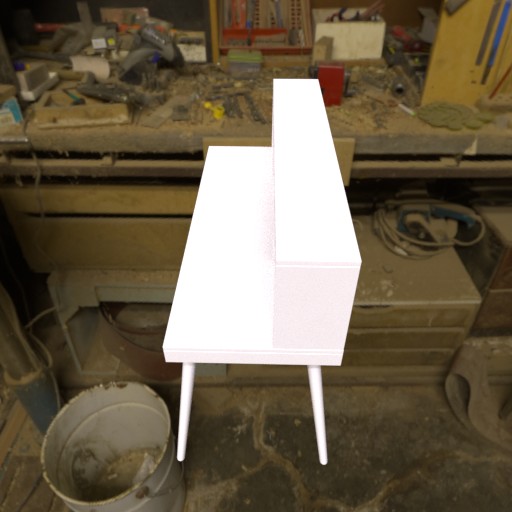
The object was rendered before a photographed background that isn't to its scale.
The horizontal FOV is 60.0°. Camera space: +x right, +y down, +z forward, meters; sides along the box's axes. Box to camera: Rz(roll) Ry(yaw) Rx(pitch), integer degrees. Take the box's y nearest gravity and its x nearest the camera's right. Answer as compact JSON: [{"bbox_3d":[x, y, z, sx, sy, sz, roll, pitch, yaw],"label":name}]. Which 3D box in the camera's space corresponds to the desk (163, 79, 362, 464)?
[{"bbox_3d":[0.000,0.000,1.775,0.559,0.990,1.199,1,40,1],"label":"desk"}]
